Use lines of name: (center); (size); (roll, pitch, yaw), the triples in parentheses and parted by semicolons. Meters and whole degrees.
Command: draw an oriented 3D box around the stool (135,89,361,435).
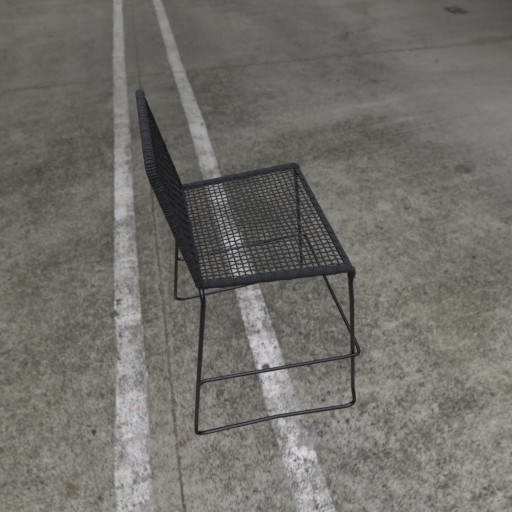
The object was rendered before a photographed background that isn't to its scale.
stool: (0.000, 0.000, 1.233); (0.509, 0.905, 0.590); (-10, 47, -10)
